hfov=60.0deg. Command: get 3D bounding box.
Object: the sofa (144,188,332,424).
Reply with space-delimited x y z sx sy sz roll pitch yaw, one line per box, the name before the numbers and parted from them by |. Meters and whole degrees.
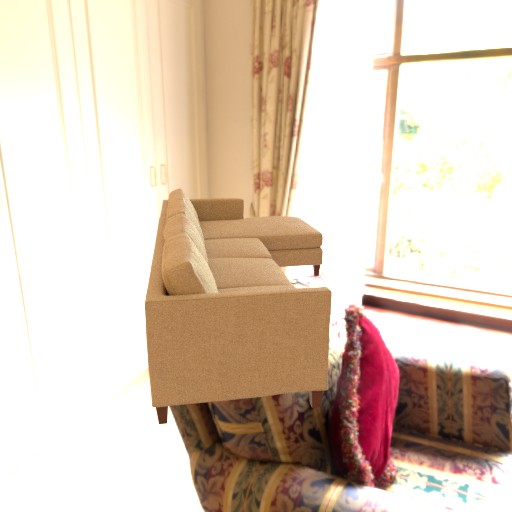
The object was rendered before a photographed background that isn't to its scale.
sofa | 0.000 0.000 3.766 1.625 0.846 3.186 -3 16 -10
